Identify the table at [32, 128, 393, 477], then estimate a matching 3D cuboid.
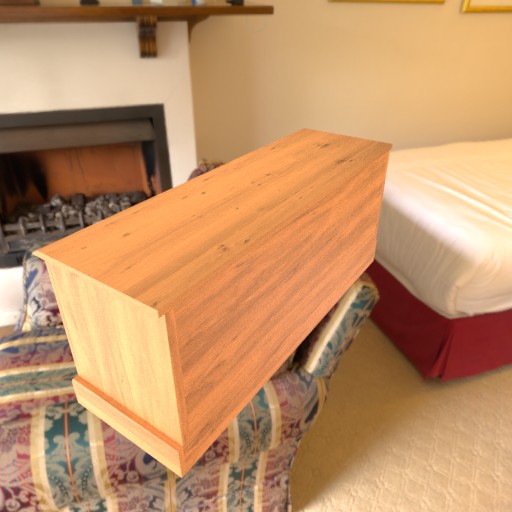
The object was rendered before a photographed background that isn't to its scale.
[{"bbox_3d":[0.000,0.000,1.451,0.400,0.510,1.200,20,37,29],"label":"table"}]
